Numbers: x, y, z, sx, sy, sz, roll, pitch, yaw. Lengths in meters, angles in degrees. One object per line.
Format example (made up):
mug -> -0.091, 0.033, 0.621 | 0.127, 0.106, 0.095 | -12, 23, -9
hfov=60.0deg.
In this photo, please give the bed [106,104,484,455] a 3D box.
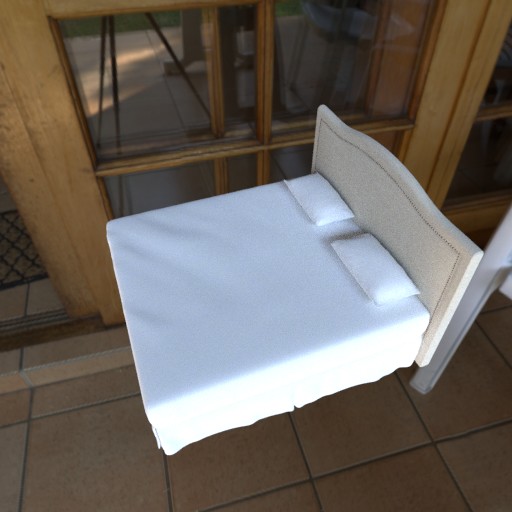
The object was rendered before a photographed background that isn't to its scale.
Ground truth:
bed -> 0.000, 0.000, 3.506 | 2.182, 1.421, 2.083 | -15, 46, -15
